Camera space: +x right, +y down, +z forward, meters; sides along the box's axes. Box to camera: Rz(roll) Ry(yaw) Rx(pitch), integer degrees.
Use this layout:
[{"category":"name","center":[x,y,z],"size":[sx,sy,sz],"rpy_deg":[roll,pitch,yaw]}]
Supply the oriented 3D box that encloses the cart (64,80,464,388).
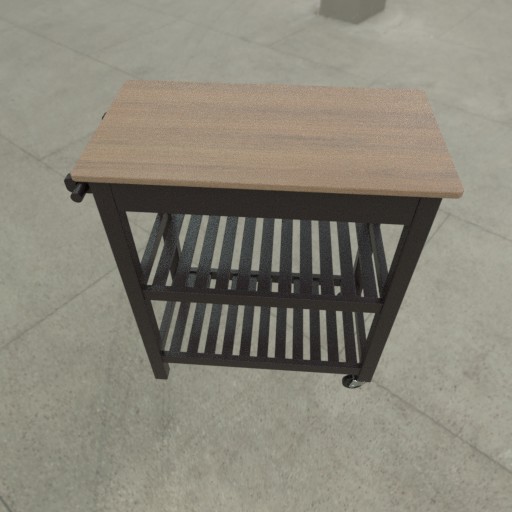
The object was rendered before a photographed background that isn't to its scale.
[{"category":"cart","center":[0.000,0.000,1.428],"size":[0.899,0.927,0.457],"rpy_deg":[3,47,3]}]
